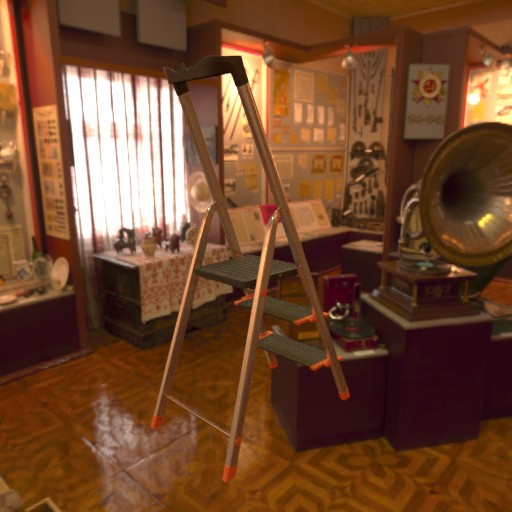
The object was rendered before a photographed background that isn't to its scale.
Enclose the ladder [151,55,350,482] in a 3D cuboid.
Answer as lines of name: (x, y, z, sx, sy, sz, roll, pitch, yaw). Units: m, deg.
ladder: (0.000, 0.000, 1.580, 0.416, 1.229, 0.686, 12, 17, 43)
